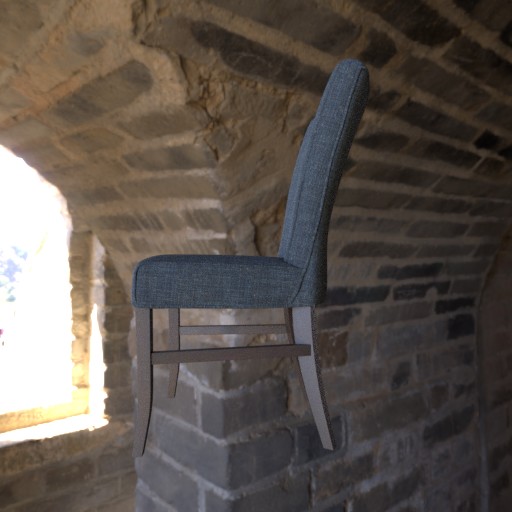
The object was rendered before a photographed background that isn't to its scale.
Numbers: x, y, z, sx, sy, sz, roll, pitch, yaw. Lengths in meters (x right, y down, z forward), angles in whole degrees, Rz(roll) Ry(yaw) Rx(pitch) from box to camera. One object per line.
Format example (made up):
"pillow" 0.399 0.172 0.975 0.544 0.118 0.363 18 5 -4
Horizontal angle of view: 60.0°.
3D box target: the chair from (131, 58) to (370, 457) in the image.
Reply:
"chair" 0.000 0.000 1.338 0.660 0.991 0.520 0 -1 -1
